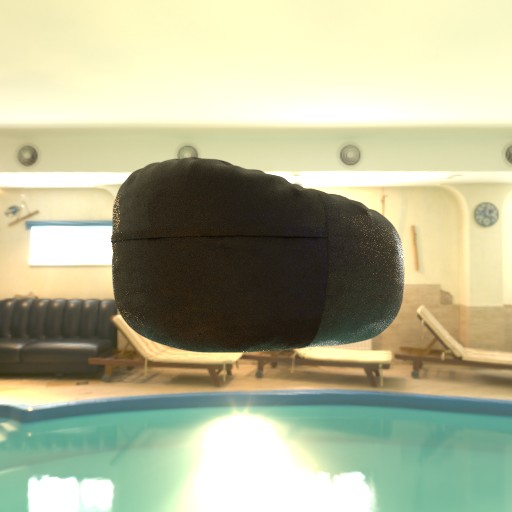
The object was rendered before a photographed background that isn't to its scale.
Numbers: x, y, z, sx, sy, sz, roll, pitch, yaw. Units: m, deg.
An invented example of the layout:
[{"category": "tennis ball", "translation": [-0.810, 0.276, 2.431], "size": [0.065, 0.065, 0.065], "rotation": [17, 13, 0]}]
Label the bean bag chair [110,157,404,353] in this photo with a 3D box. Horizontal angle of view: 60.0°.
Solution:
[{"category": "bean bag chair", "translation": [0.000, 0.000, 2.433], "size": [1.524, 0.878, 1.524], "rotation": [0, -1, -18]}]
